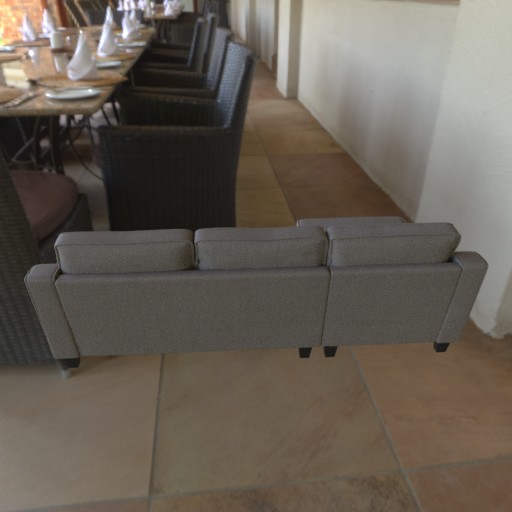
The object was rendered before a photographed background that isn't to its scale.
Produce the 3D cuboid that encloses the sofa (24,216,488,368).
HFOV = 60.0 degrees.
[{"bbox_3d":[0.000,0.000,3.116,2.561,0.928,1.294,-2,31,-3],"label":"sofa"}]
